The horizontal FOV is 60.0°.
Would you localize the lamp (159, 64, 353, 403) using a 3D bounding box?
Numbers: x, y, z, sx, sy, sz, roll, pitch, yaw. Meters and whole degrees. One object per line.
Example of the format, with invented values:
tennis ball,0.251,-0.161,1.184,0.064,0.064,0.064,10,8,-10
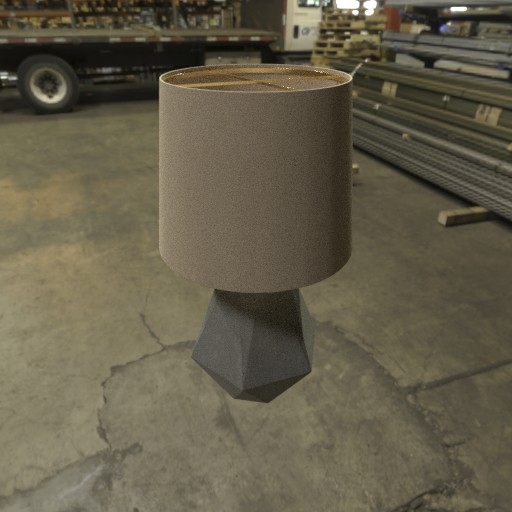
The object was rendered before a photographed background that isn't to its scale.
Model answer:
lamp,0.000,0.000,0.658,0.276,0.501,0.276,0,30,0
